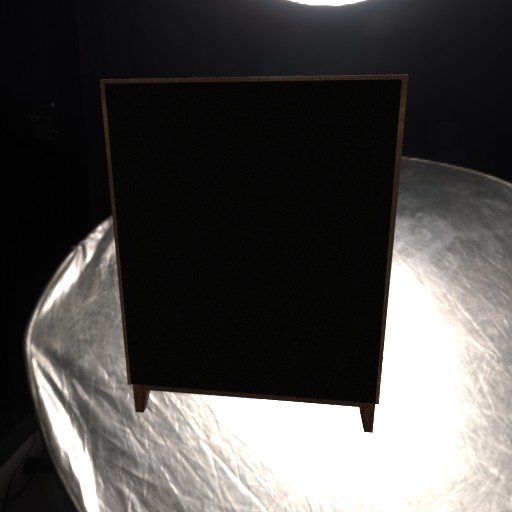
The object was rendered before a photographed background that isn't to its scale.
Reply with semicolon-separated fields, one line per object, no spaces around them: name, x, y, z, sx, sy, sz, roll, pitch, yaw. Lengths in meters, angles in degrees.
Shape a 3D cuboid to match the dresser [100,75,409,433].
dresser;0.000;0.000;1.909;1.062;1.393;0.442;2;16;8
